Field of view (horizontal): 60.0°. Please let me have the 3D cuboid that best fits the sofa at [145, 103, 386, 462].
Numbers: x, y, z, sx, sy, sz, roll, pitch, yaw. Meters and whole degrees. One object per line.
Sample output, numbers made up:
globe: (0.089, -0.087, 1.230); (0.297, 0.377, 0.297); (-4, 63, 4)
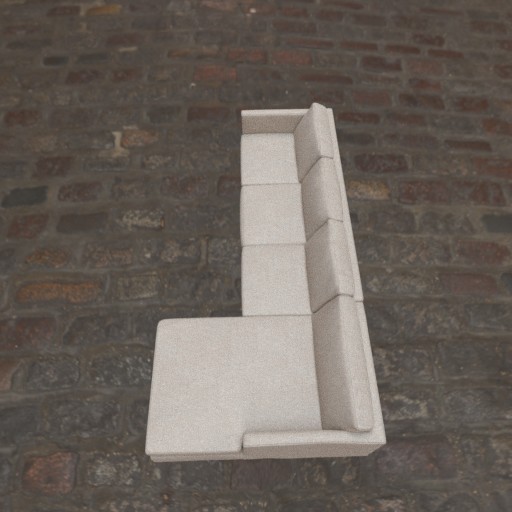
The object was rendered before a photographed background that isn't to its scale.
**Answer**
sofa: (0.000, 0.000, 3.870); (1.625, 0.846, 3.186); (-1, 59, -1)
